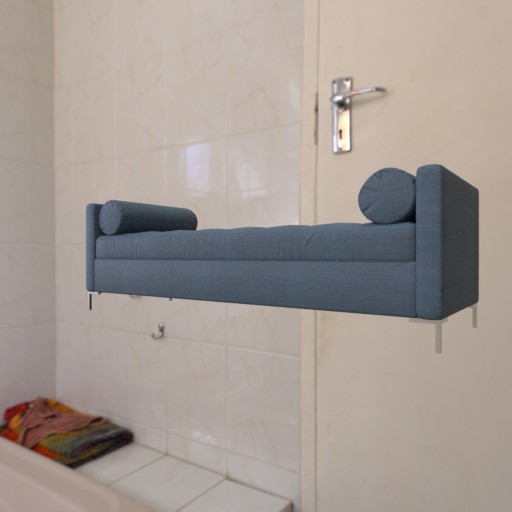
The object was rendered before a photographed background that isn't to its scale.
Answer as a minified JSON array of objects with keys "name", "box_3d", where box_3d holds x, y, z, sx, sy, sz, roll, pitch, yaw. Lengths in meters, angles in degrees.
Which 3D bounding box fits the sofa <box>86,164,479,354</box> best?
[{"name":"sofa","box_3d":[0.000,0.000,2.290,1.981,0.635,0.686,0,0,36]}]
